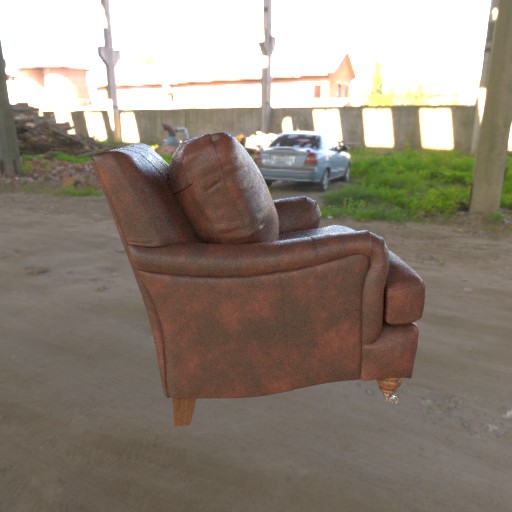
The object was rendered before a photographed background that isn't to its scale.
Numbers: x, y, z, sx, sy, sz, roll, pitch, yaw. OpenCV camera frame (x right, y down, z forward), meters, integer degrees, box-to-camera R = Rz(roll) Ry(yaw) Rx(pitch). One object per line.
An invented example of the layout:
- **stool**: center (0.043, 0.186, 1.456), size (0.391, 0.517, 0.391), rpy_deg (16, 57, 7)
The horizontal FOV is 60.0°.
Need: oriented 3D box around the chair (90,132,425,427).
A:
- **chair**: center (0.000, 0.000, 1.954), size (1.156, 1.051, 0.987), rpy_deg (-2, 16, -8)
